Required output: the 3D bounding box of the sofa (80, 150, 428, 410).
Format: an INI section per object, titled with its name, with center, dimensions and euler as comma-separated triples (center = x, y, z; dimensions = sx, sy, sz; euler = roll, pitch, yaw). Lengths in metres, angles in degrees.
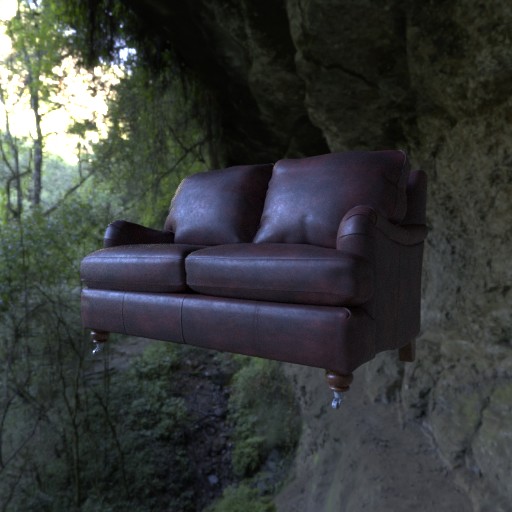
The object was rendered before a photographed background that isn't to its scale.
[sofa]
center = 0.000, 0.000, 2.400
dimensions = 1.628, 1.070, 1.148
euler = 1, 1, 35
